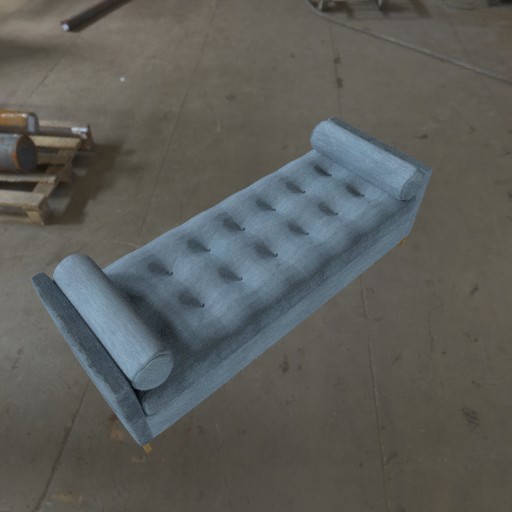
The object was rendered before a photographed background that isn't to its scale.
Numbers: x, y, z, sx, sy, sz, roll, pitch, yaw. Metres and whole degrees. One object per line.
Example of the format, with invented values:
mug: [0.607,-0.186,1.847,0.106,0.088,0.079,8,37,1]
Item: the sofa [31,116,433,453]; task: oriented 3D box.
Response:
sofa: [0.000,0.000,2.502,2.102,0.705,0.796,-34,56,-26]
